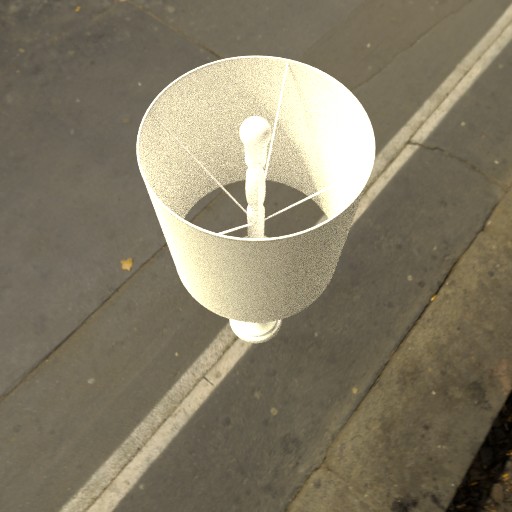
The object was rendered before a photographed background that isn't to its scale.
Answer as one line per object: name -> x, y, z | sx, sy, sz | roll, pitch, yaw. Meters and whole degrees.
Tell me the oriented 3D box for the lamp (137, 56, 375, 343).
lamp -> 0.000, 0.000, 0.714 | 0.250, 0.597, 0.250 | 16, 64, 8
